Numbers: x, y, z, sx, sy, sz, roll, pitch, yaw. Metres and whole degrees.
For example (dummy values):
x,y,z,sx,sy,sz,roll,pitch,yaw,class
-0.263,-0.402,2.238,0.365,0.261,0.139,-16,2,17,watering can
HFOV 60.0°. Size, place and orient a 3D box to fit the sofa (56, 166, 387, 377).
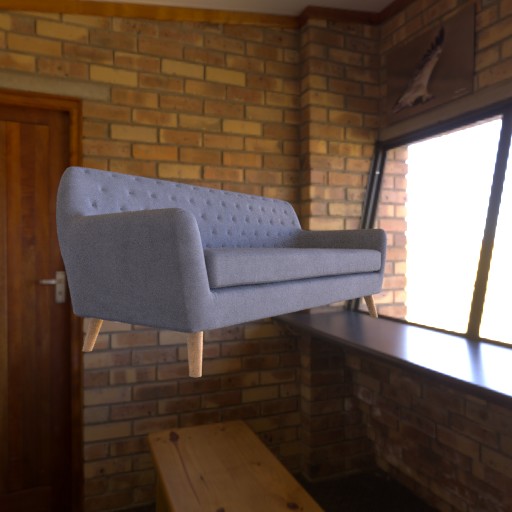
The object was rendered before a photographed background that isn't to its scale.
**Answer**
x,y,z,sx,sy,sz,roll,pitch,yaw,class
0.000,0.000,2.476,0.830,0.830,1.970,1,1,36,sofa
